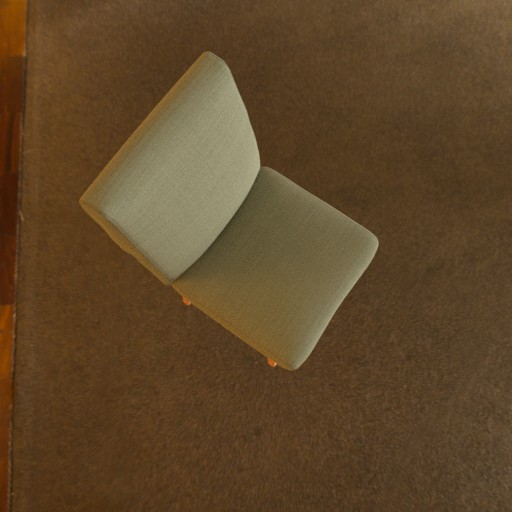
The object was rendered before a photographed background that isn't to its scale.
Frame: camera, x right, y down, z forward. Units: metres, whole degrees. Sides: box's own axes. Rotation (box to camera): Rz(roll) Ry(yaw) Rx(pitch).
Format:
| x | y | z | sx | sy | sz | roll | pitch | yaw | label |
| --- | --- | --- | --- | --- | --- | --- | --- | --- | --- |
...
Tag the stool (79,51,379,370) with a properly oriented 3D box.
| x | y | z | sx | sy | sz | roll | pitch | yaw | label |
| --- | --- | --- | --- | --- | --- | --- | --- | --- | --- |
| 0.000 | 0.000 | 1.333 | 0.570 | 1.019 | 0.459 | 34 | 79 | 8 | stool |
